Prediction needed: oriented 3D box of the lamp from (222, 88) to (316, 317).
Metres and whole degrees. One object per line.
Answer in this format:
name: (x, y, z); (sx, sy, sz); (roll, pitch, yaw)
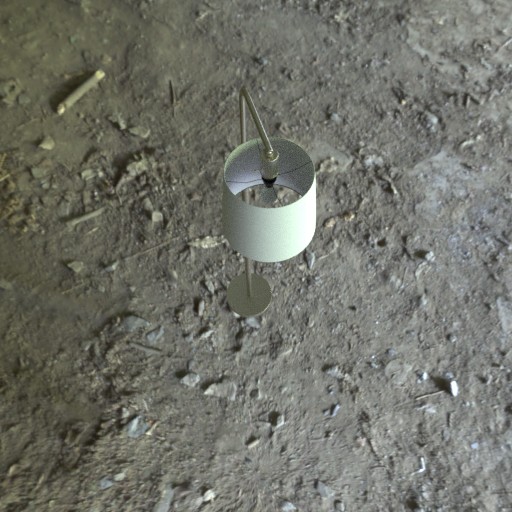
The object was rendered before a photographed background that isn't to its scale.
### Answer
lamp: (0.000, 0.000, 1.672); (0.254, 1.478, 0.508); (-14, 65, -7)
